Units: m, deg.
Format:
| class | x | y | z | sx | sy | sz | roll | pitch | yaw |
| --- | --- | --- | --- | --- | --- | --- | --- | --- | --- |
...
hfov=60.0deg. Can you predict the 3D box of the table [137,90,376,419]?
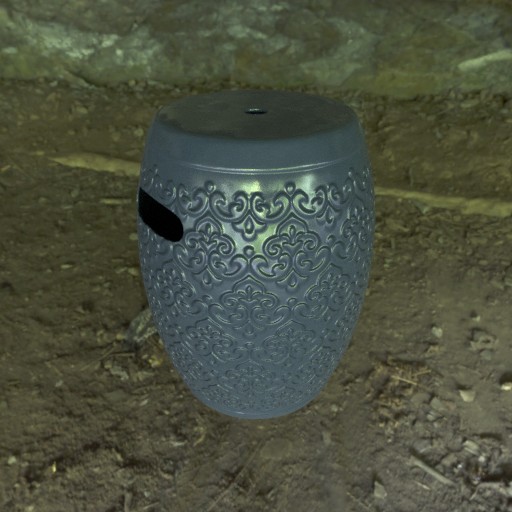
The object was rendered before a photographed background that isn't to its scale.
| class | x | y | z | sx | sy | sz | roll | pitch | yaw |
| --- | --- | --- | --- | --- | --- | --- | --- | --- | --- |
| table | 0.000 | 0.000 | 0.613 | 0.309 | 0.397 | 0.309 | 0 | 32 | 0 |
